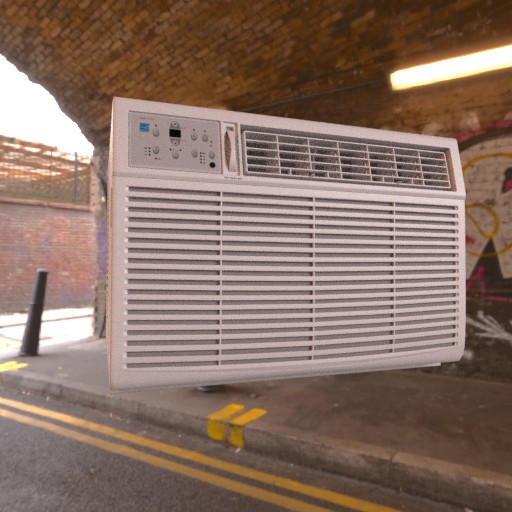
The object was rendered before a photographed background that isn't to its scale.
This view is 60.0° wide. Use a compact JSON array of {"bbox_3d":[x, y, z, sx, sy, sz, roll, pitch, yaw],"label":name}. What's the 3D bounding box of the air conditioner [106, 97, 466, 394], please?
[{"bbox_3d":[0.000,0.000,1.017,0.645,0.455,0.599,1,-2,-19],"label":"air conditioner"}]
